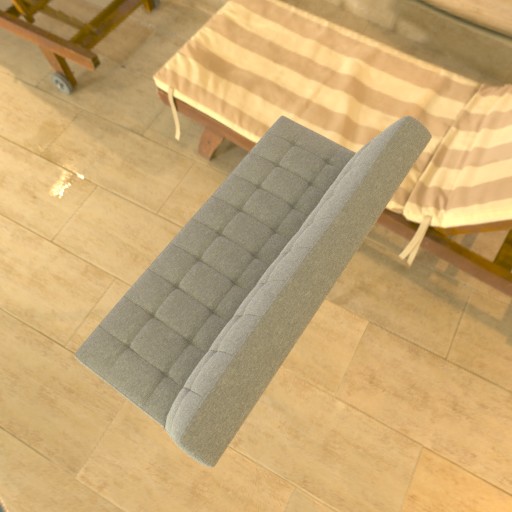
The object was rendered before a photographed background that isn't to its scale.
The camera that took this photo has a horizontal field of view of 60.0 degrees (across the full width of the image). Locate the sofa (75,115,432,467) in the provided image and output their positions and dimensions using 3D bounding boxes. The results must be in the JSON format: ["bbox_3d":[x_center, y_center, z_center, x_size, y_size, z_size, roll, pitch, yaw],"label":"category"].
[{"bbox_3d":[0.000,0.000,2.235,0.860,0.810,1.800,32,69,14],"label":"sofa"}]
